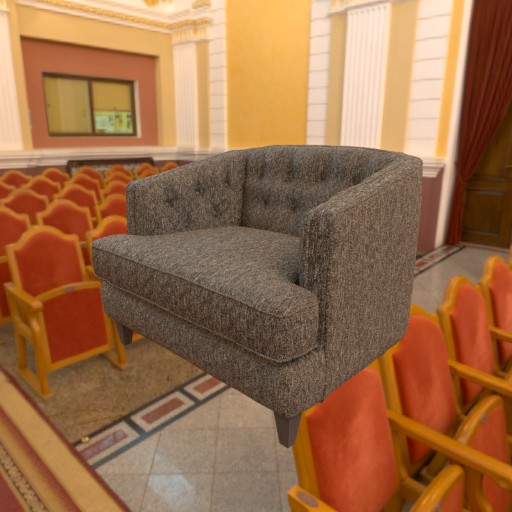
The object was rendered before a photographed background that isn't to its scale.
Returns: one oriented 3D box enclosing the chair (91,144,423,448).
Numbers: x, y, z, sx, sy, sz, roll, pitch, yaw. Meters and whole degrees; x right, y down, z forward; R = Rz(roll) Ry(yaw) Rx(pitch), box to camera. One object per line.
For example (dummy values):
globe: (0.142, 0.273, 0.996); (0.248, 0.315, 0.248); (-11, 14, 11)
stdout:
chair: (0.000, 0.000, 1.797); (1.104, 0.852, 0.941); (15, 22, 42)
